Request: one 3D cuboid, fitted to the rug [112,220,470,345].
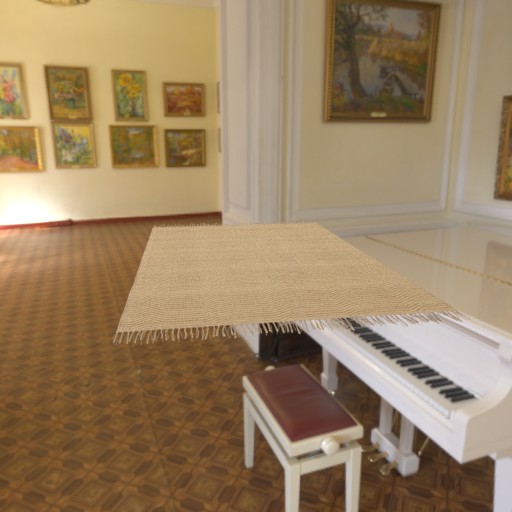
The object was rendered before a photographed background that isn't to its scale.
[{"bbox_3d":[0.000,0.000,2.424,1.224,0.027,2.021,-2,15,-9],"label":"rug"}]
